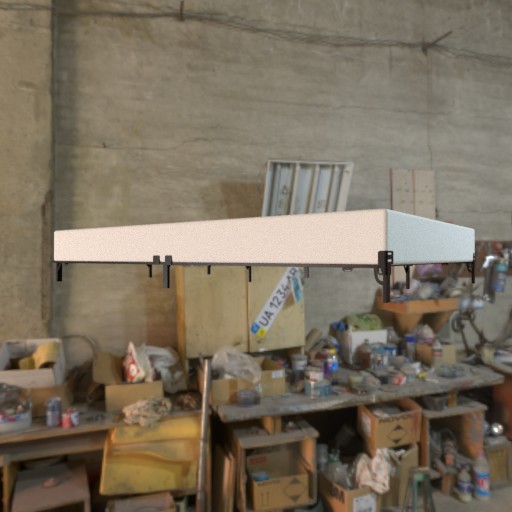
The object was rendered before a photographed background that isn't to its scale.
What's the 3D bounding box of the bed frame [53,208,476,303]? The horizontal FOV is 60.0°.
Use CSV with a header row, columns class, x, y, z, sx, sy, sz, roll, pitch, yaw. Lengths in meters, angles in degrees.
class,x,y,z,sx,sy,sz,roll,pitch,yaw
bed frame,0.000,0.000,3.714,2.987,0.440,1.930,0,0,37
